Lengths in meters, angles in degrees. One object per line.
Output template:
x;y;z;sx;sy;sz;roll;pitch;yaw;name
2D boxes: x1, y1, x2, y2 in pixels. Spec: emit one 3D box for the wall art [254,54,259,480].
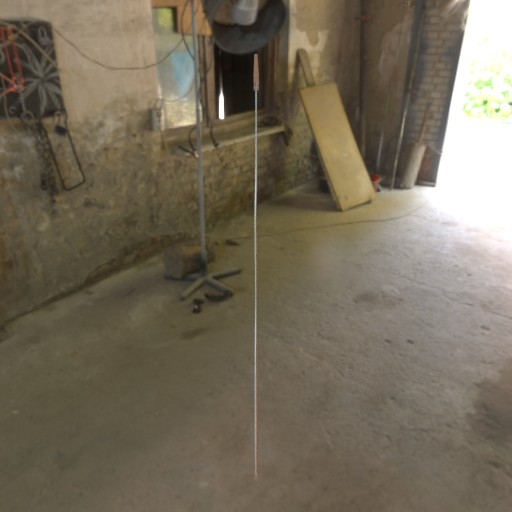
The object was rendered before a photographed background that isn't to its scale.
0.000;0.000;1.897;0.019;1.527;1.019;0;27;0;wall art
